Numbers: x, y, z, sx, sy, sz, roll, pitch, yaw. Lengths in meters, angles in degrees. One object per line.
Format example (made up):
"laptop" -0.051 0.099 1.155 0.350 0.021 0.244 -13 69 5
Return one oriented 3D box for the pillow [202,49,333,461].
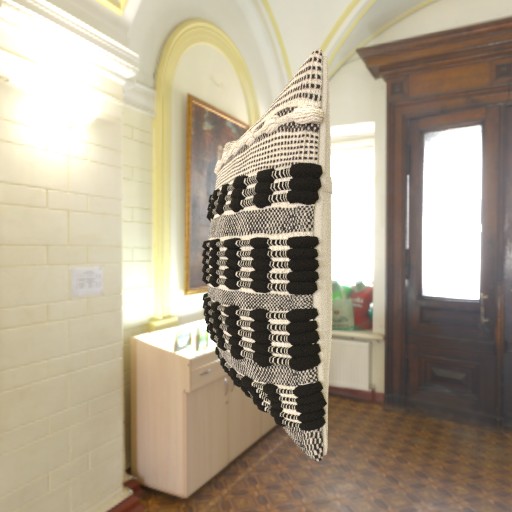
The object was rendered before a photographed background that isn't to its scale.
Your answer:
"pillow" 0.000 0.000 0.668 0.156 0.438 0.436 0 1 -17
